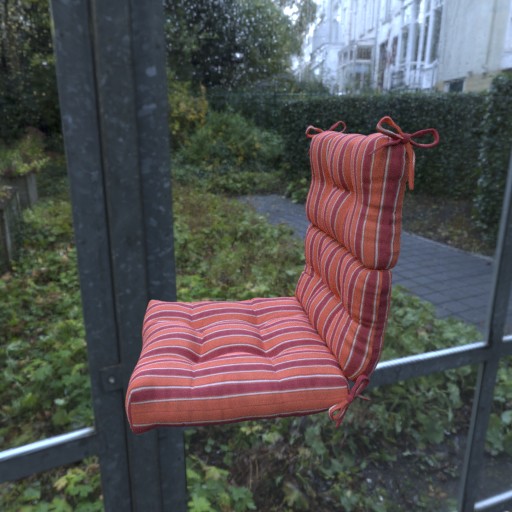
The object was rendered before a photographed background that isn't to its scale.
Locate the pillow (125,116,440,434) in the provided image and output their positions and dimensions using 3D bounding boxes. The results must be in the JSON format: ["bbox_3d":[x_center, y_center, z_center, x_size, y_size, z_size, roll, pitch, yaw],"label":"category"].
[{"bbox_3d":[0.000,0.000,1.020,0.571,0.605,0.519,-2,16,-8],"label":"pillow"}]
